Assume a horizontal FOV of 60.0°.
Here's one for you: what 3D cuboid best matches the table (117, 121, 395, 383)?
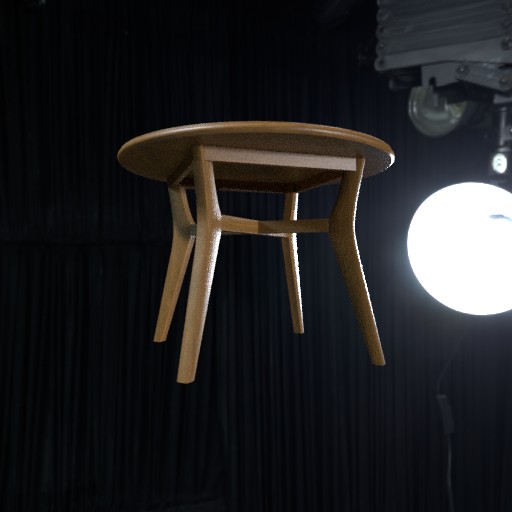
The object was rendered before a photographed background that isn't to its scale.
[{"bbox_3d":[0.000,0.000,1.768,1.055,0.757,1.055,0,0,0],"label":"table"}]
